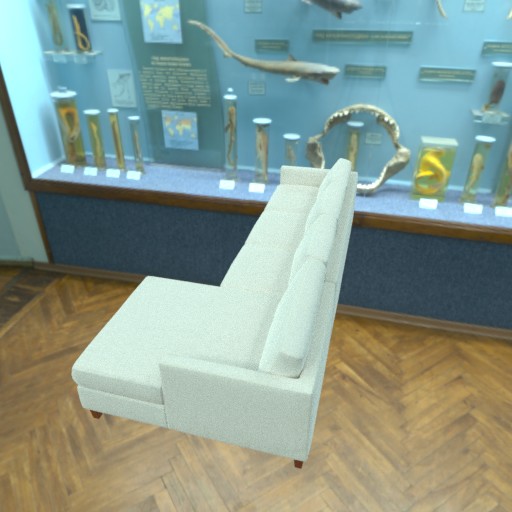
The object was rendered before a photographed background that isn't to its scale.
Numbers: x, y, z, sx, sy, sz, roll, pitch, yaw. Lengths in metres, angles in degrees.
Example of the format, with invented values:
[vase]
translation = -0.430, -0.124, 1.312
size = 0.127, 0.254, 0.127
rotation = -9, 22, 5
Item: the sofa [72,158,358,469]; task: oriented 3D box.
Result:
[sofa]
translation = 0.000, 0.000, 4.137
size = 1.606, 0.954, 3.471
rotation = 8, 33, 13
